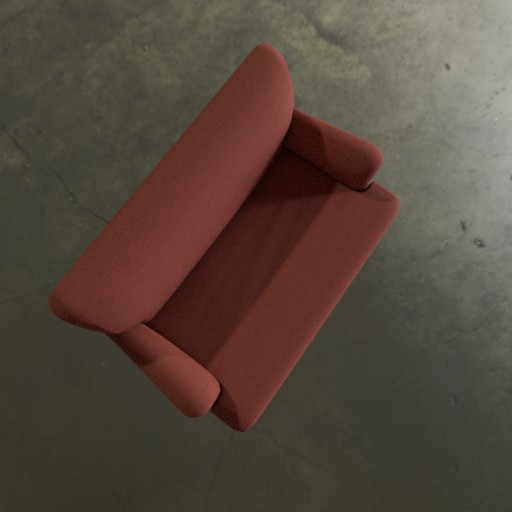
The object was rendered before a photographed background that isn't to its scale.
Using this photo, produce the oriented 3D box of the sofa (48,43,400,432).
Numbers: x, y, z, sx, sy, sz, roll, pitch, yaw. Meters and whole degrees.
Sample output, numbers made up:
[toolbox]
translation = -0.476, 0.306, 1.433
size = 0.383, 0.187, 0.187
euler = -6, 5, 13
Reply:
[sofa]
translation = 0.000, 0.000, 1.837
size = 0.779, 0.889, 1.297
euler = 35, 79, 8
